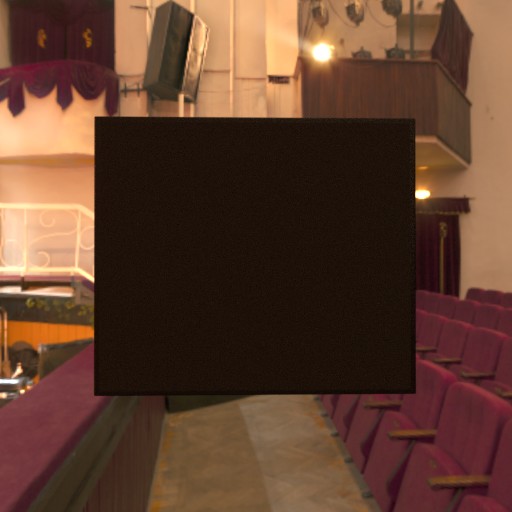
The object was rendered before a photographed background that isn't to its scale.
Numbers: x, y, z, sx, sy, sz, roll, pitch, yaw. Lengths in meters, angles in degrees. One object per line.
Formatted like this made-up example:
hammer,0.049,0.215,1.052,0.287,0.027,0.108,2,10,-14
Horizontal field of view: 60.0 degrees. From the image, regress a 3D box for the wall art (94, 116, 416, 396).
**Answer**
wall art,0.000,0.000,0.728,0.521,0.450,0.018,0,0,-1
